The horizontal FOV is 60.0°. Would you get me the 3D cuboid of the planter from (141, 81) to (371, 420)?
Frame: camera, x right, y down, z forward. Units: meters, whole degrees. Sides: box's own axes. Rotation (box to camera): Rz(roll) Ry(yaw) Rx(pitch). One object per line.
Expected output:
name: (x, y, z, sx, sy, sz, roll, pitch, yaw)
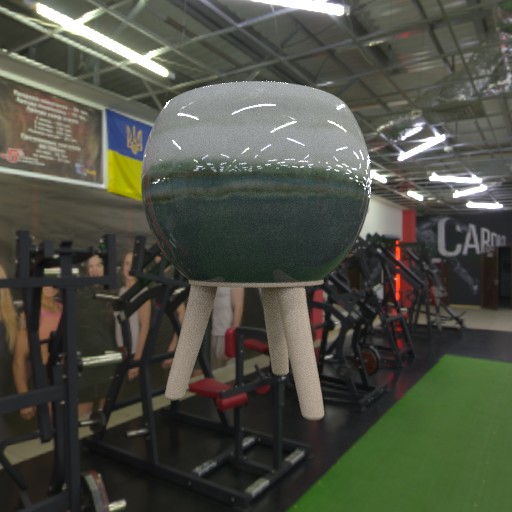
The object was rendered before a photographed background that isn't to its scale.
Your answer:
planter: (0.000, 0.000, 0.441, 0.222, 0.278, 0.222, 0, 0, 0)
